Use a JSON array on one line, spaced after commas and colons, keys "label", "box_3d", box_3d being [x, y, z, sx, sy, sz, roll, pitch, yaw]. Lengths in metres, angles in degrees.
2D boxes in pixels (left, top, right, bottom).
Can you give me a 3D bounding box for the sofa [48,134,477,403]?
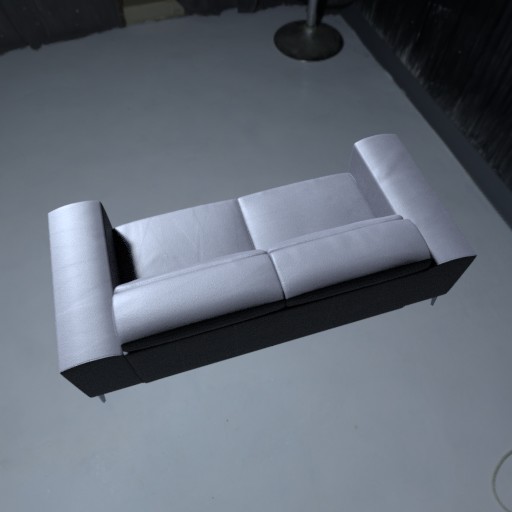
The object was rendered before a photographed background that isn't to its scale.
[{"label": "sofa", "box_3d": [0.000, 0.000, 2.778, 2.330, 0.814, 1.048, -15, 59, -9]}]
